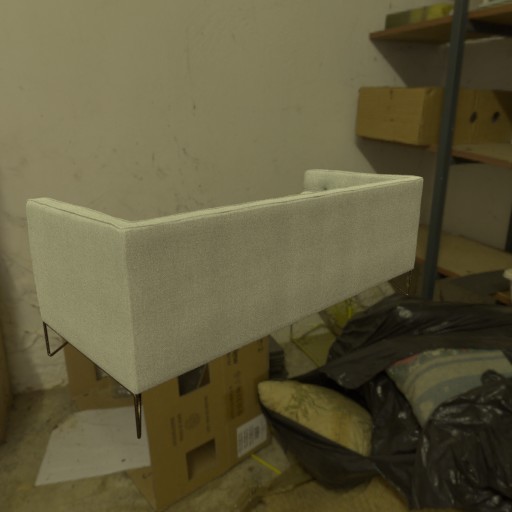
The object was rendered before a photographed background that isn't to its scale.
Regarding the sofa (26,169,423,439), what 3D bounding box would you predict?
[{"bbox_3d":[0.000,0.000,2.477,2.079,0.798,0.912,-15,22,-42],"label":"sofa"}]
